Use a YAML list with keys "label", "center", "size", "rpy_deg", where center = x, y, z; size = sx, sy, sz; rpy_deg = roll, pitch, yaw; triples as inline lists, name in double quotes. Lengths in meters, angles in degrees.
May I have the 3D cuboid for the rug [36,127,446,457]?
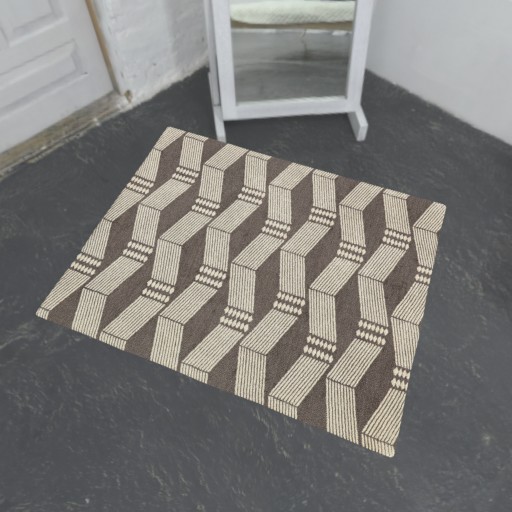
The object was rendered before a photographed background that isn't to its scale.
- label: "rug"
  center: [0.000, 0.000, 4.033]
  size: [3.048, 0.016, 2.438]
  rpy_deg: [18, 60, 11]
